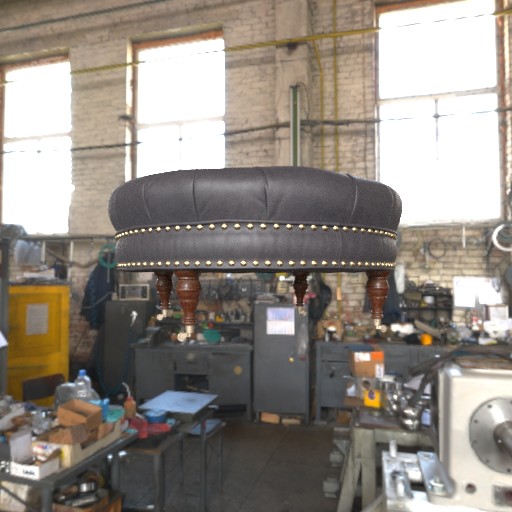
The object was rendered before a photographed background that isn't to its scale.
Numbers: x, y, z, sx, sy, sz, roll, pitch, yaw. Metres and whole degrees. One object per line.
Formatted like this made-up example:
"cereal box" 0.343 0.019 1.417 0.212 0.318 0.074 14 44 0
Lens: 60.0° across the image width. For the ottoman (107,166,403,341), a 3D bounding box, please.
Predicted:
"ottoman" 0.000 0.000 1.412 0.901 0.439 0.901 0 -3 0
